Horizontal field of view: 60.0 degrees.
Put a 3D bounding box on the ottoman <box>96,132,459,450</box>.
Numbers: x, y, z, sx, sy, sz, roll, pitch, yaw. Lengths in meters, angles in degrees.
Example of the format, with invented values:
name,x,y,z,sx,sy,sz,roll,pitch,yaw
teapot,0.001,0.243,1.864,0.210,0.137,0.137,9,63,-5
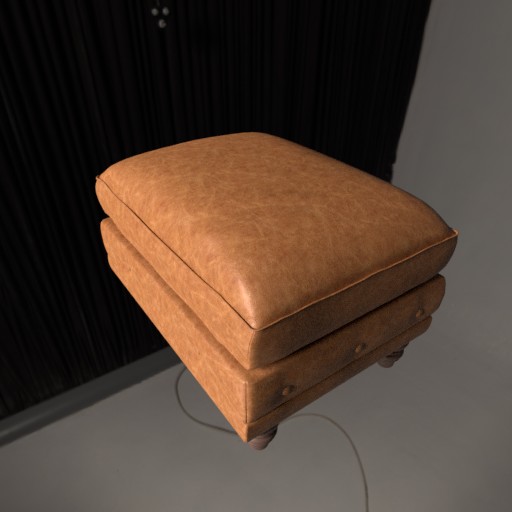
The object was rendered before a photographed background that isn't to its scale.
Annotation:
name,x,y,z,sx,sy,sz,roll,pitch,yaw
ottoman,0.000,0.000,1.076,0.533,0.480,0.710,-21,38,-29
